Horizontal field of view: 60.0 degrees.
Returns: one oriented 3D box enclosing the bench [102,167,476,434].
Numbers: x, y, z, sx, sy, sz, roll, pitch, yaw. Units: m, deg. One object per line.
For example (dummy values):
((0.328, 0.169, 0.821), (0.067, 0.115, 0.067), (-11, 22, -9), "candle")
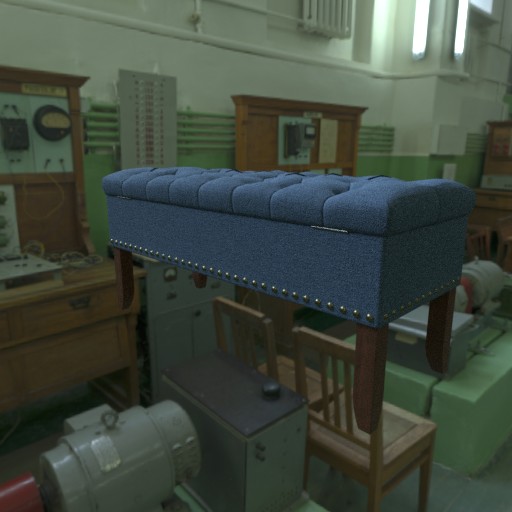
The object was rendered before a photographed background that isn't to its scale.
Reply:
((0.000, 0.000, 1.297), (0.417, 0.492, 1.052), (-13, 19, -43), "bench")
